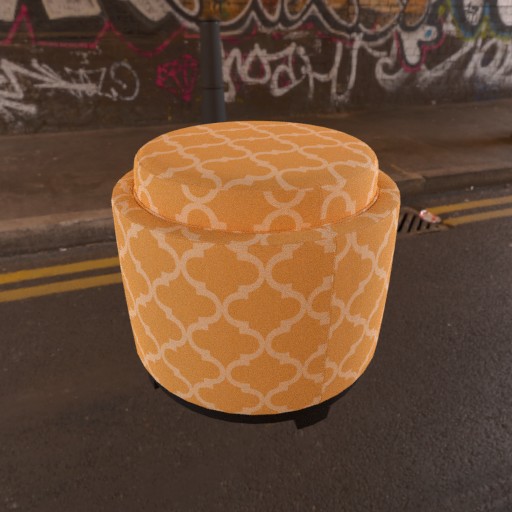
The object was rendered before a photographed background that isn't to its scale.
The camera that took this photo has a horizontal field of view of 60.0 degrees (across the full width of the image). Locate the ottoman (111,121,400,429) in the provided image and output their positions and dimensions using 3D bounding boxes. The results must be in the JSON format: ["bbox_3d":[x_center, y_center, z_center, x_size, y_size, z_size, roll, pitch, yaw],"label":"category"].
[{"bbox_3d":[0.000,0.000,0.821,0.480,0.429,0.480,0,29,0],"label":"ottoman"}]
